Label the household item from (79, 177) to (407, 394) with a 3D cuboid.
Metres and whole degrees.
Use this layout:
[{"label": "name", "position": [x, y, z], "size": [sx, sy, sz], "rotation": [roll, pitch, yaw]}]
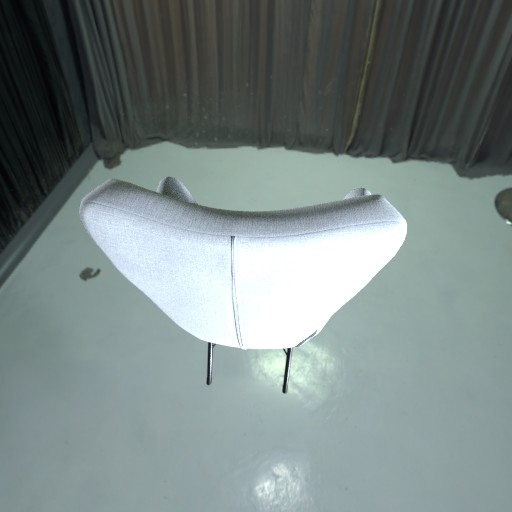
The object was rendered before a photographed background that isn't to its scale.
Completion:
[{"label": "household item", "position": [0.000, 0.000, 1.796], "size": [0.980, 1.050, 0.900], "rotation": [4, 46, 4]}]
